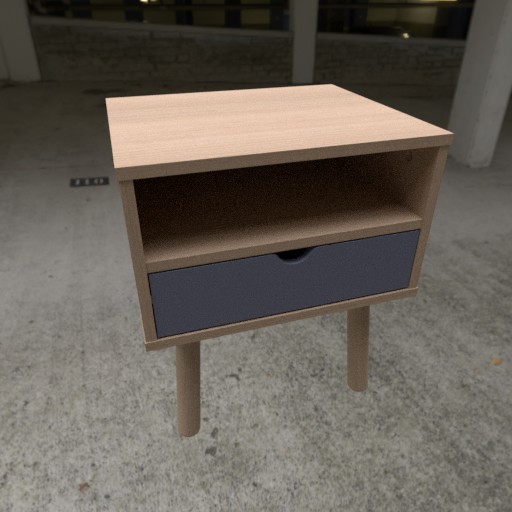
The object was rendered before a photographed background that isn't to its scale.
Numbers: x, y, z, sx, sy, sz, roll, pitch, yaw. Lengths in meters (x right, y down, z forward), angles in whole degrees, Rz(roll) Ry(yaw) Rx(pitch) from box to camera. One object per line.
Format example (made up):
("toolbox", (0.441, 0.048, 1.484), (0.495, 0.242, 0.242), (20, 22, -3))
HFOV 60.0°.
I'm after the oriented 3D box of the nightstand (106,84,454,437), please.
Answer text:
("nightstand", (0.000, 0.000, 0.842), (0.450, 0.530, 0.380), (-9, 32, -15))
